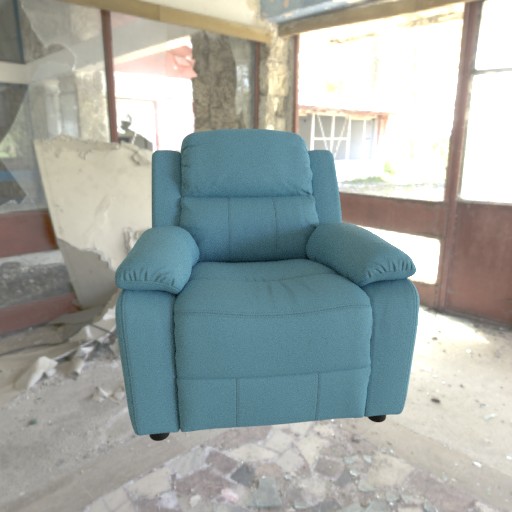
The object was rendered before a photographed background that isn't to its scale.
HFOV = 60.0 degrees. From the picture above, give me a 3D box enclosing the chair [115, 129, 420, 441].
[{"bbox_3d":[0.000,0.000,1.240,0.680,0.702,0.709,-2,14,-7],"label":"chair"}]
